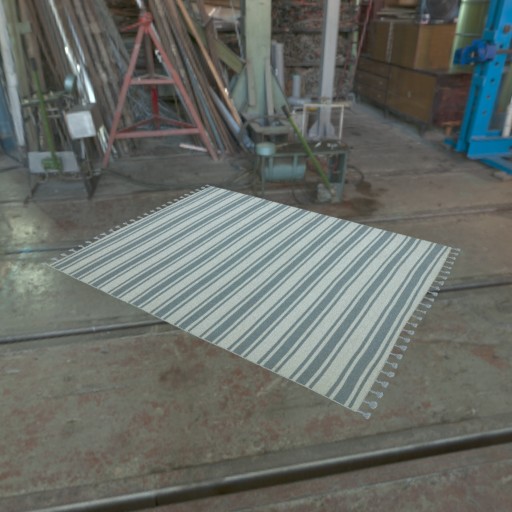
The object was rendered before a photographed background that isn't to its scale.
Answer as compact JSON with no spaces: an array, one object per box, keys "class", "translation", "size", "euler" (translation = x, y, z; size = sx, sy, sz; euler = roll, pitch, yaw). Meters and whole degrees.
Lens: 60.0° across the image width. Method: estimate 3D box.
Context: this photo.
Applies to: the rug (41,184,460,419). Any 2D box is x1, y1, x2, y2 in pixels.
[{"class":"rug","translation":[0.000,0.000,4.204],"size":[3.201,0.005,2.439],"euler":[18,35,29]}]
